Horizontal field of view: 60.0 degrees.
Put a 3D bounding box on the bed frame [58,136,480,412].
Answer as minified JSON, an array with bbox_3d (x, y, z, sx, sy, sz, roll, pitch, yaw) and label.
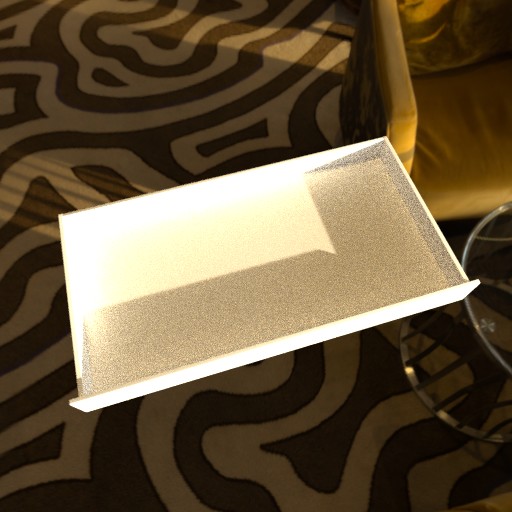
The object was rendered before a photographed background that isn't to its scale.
[{"bbox_3d":[0.000,0.000,1.542,1.300,0.141,0.670,-15,64,-8],"label":"bed frame"}]
